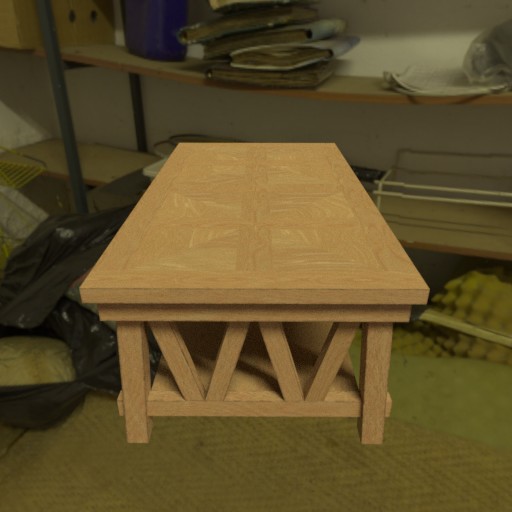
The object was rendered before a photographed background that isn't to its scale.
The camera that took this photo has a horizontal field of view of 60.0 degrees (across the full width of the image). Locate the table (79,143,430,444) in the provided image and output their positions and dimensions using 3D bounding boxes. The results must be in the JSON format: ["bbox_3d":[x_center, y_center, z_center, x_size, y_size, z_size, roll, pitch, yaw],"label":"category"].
[{"bbox_3d":[0.000,0.000,1.579,0.711,0.507,1.270,0,27,0],"label":"table"}]
